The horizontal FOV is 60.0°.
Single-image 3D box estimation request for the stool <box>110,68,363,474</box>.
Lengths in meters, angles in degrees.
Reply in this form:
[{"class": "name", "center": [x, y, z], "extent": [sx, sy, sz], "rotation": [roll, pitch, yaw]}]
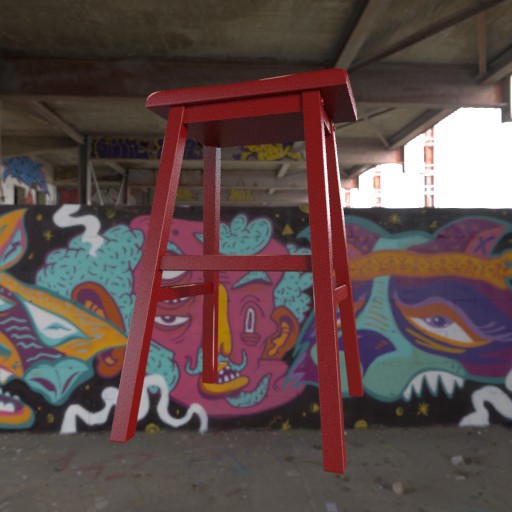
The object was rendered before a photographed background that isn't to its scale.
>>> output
[{"class": "stool", "center": [0.000, 0.000, 1.040], "extent": [0.457, 0.737, 0.476], "rotation": [0, -1, 17]}]
